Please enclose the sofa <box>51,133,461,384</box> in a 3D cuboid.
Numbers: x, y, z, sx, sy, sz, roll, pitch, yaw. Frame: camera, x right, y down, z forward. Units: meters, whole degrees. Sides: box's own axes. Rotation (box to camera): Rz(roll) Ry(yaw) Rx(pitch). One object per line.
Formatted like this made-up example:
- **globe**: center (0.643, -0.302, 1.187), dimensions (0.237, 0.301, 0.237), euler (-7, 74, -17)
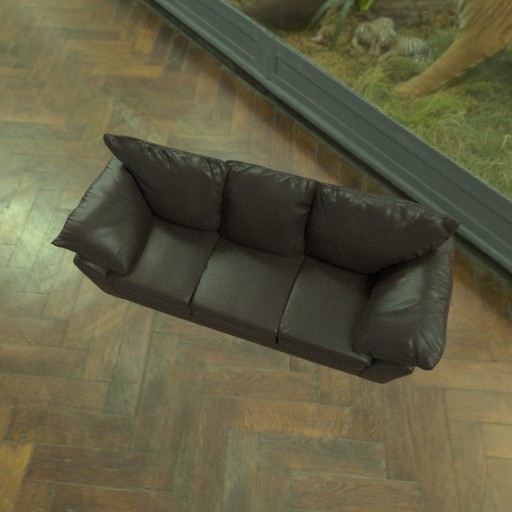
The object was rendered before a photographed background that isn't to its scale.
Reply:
- **sofa**: center (0.000, 0.000, 2.887), dimensions (2.390, 1.091, 0.907), euler (16, 60, 10)
